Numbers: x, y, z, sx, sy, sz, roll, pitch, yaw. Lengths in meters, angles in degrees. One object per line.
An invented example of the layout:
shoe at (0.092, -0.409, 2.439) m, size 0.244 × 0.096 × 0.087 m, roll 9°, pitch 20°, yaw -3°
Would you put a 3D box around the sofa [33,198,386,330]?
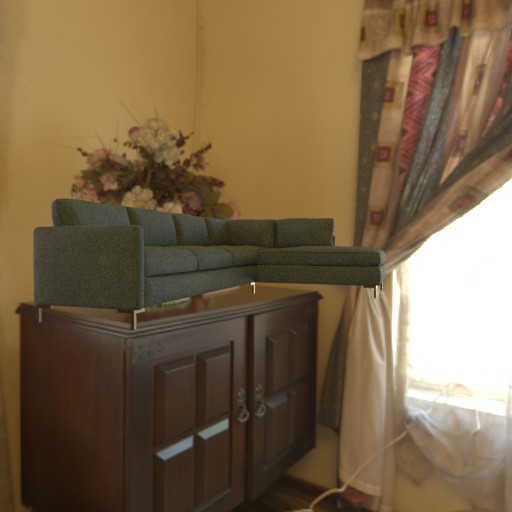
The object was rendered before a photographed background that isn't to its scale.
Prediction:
sofa at (0.000, 0.000, 3.859) m, size 2.007 × 0.815 × 2.949 m, roll 0°, pitch 1°, yaw 20°
